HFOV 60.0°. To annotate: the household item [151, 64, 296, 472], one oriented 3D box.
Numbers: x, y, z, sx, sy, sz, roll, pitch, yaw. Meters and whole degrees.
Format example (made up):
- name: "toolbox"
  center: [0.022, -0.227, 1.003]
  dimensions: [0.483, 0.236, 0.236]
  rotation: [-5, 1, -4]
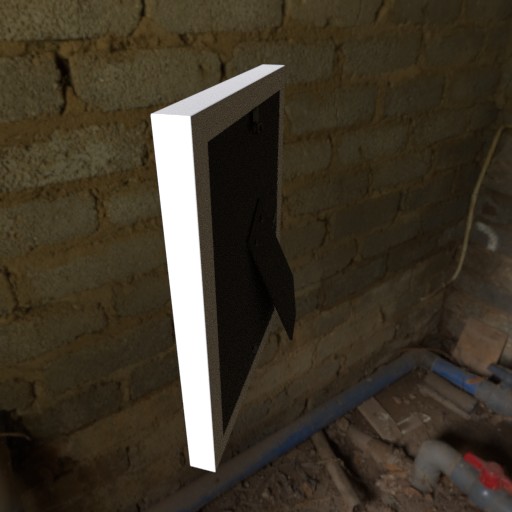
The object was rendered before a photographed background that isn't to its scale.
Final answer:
- name: "household item"
  center: [0.000, 0.000, 0.341]
  dimensions: [0.045, 0.250, 0.200]
  rotation: [8, 30, 13]
